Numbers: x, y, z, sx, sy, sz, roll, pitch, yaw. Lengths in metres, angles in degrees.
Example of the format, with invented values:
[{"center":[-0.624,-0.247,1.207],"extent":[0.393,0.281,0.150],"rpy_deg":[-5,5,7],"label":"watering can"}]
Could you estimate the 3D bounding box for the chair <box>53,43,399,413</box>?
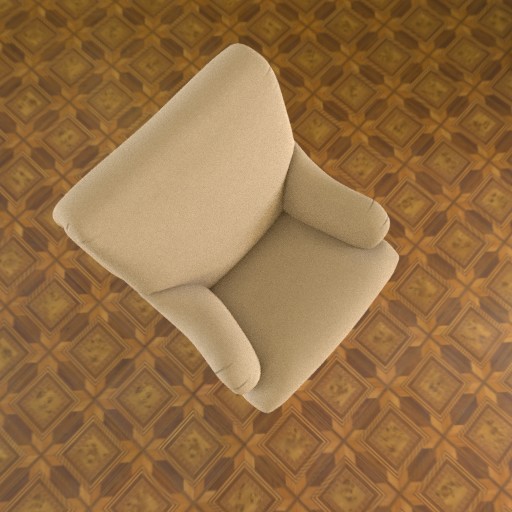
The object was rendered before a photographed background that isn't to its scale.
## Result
[{"center":[0.000,0.000,1.555],"extent":[0.842,0.942,0.766],"rpy_deg":[41,79,10],"label":"chair"}]
